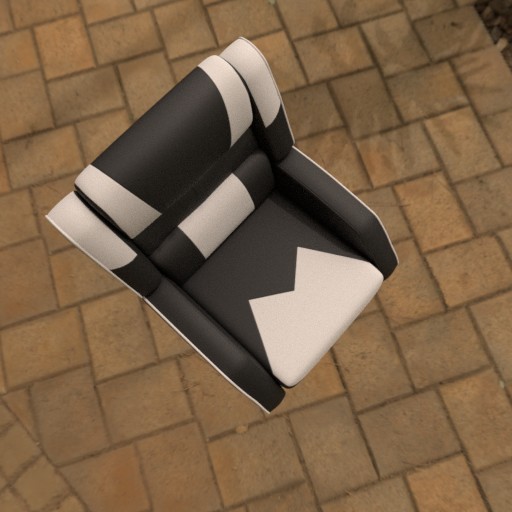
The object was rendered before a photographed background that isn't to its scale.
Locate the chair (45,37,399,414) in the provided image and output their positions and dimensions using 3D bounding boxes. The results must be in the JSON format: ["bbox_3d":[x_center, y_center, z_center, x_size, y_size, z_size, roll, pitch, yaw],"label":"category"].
[{"bbox_3d":[0.000,0.000,1.280,0.672,0.805,0.620,42,80,9],"label":"chair"}]
